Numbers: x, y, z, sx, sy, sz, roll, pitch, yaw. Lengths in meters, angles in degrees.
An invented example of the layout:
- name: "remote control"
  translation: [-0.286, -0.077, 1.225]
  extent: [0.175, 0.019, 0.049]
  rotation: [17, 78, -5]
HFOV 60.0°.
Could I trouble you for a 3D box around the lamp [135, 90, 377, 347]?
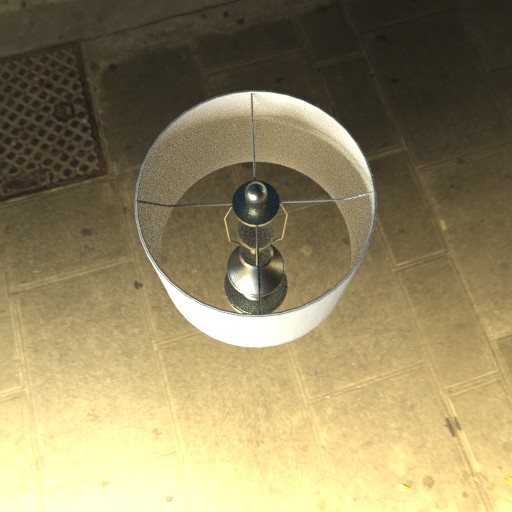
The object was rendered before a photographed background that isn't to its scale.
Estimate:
- name: "lamp"
  translation: [0.000, 0.000, 0.936]
  extent: [0.383, 0.733, 0.383]
  rotation: [0, 76, 0]
